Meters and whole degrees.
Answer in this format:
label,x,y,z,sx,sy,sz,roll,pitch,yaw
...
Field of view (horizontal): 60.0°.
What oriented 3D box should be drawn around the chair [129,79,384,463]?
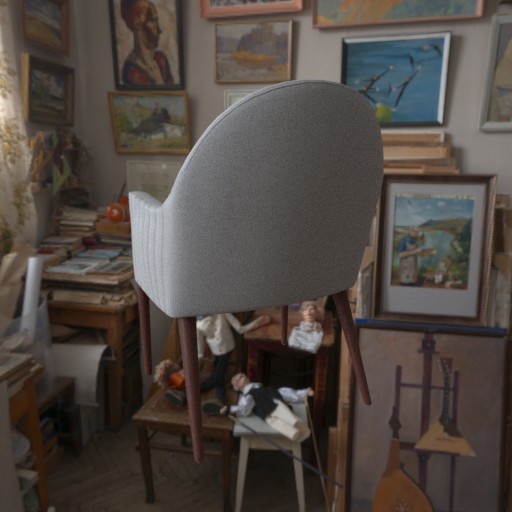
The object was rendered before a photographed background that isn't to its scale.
label,x,y,z,sx,sy,sz,roll,pitch,yaw
chair,0.000,0.000,1.292,0.610,0.889,0.620,-7,15,-27
